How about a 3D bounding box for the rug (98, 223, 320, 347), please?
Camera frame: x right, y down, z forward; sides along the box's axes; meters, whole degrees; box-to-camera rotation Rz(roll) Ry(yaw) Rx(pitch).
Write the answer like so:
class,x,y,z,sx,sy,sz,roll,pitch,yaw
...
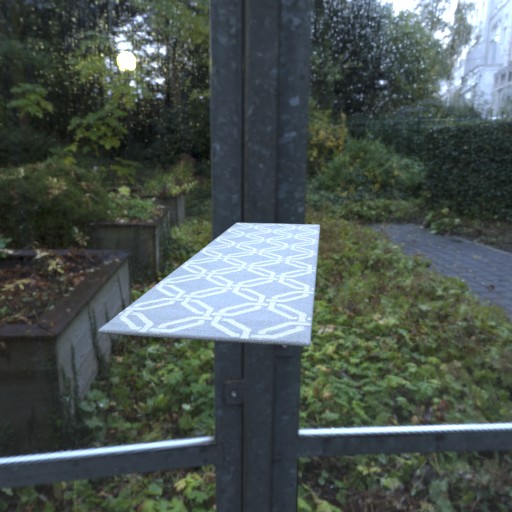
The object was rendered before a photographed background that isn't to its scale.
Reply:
class,x,y,z,sx,sy,sz,roll,pitch,yaw
rug,0.000,0.000,2.463,0.678,0.014,2.276,2,13,9
